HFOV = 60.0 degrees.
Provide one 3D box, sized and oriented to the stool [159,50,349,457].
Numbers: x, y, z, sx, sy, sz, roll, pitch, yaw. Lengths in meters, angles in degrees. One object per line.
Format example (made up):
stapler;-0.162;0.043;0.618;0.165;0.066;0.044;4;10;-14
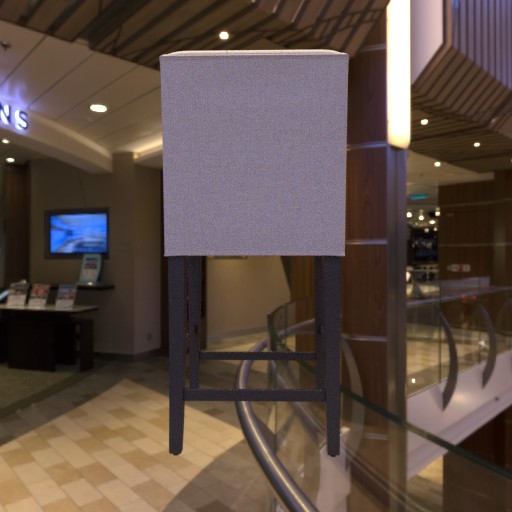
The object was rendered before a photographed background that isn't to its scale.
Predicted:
stool;0.000;0.000;1.252;0.474;0.939;0.509;0;0;1
